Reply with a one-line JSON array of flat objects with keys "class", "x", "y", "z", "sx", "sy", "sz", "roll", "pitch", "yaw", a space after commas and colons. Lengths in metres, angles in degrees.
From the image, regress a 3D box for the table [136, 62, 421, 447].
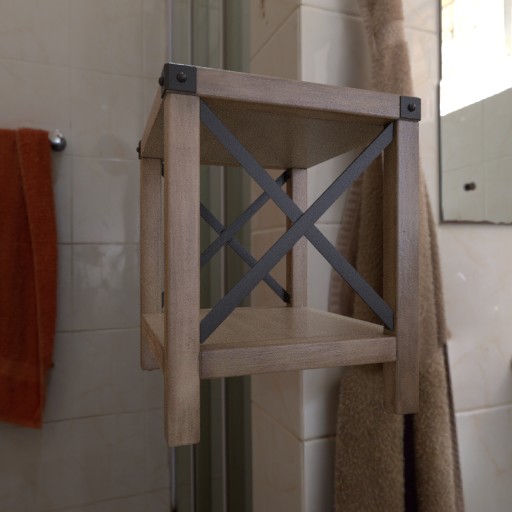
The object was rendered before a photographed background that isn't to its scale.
[{"class": "table", "x": 0.000, "y": 0.000, "z": 0.940, "sx": 0.459, "sy": 0.561, "sz": 0.510, "roll": 0, "pitch": 0, "yaw": -19}]
